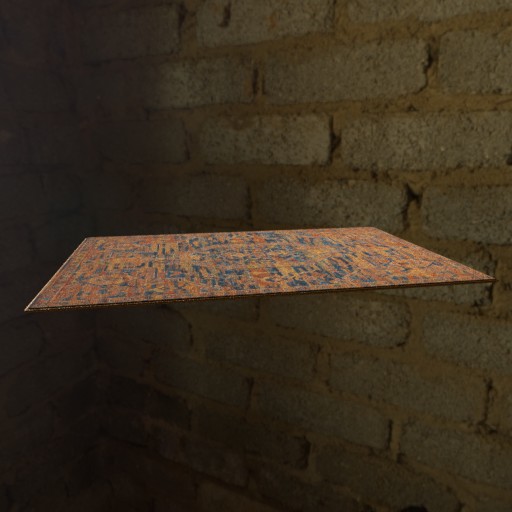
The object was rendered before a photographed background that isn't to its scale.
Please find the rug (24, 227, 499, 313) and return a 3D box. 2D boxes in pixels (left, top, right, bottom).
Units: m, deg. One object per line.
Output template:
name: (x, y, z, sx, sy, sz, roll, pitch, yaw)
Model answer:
rug: (0.000, 0.000, 1.053, 0.863, 0.008, 0.557, -3, 15, -10)
